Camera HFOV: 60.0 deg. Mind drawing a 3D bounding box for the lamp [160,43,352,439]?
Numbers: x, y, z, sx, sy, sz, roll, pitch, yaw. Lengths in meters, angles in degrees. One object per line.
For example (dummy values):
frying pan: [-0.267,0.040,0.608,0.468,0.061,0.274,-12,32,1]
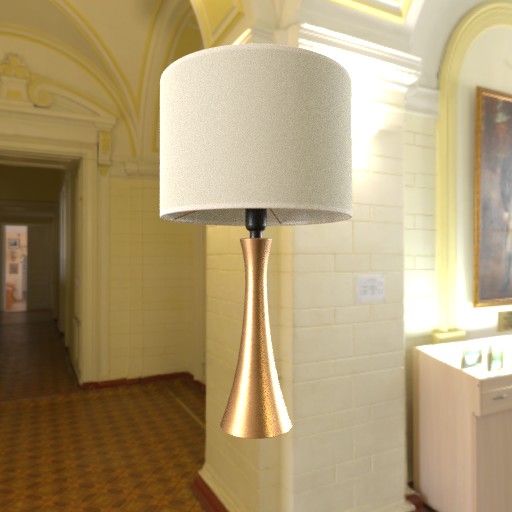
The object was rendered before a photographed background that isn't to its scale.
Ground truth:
lamp: [0.000,0.000,0.632,0.268,0.479,0.268,0,-1,19]
